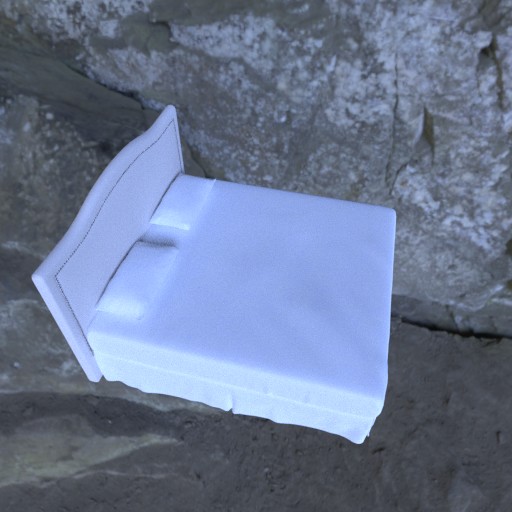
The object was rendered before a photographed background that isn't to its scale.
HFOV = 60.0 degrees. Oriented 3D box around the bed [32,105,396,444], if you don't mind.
[{"bbox_3d":[0.000,0.000,3.492,2.182,1.421,2.083,11,48,10],"label":"bed"}]
